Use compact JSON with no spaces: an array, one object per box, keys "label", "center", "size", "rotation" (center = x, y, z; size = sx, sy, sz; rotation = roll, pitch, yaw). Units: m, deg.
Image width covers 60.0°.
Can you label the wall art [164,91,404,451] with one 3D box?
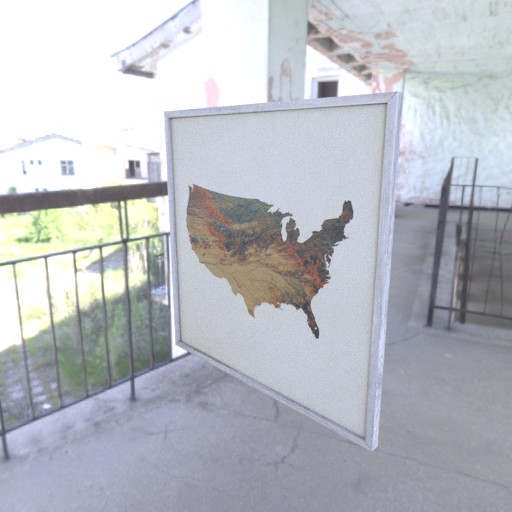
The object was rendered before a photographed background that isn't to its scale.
[{"label":"wall art","center":[0.000,0.000,0.779],"size":[0.016,0.507,0.508],"rotation":[-14,20,-43]}]
